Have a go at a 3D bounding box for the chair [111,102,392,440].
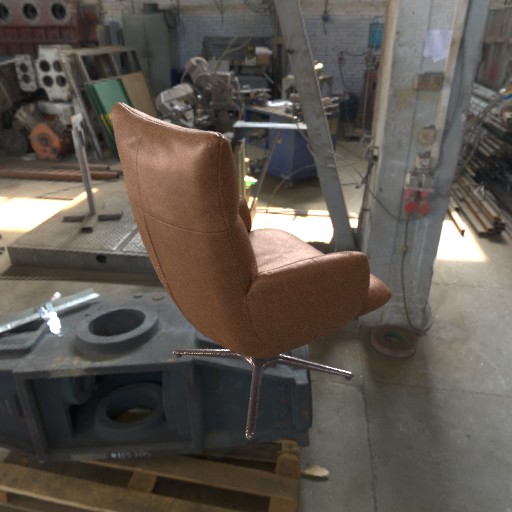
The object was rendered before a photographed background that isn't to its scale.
[{"bbox_3d":[0.000,0.000,1.568,0.794,1.027,0.711,-18,32,-32],"label":"chair"}]
